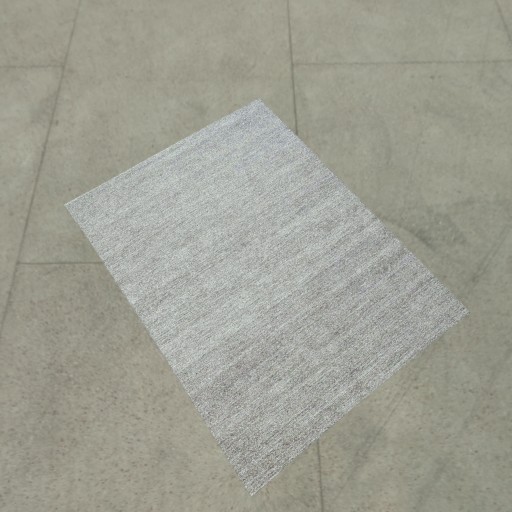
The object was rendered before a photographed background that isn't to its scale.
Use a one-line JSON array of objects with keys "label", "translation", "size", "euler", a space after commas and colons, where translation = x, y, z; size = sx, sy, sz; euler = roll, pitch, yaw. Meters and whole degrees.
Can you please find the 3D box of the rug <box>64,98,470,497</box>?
[{"label": "rug", "translation": [0.000, 0.000, 4.192], "size": [2.434, 0.045, 3.202], "euler": [-33, 69, -15]}]
